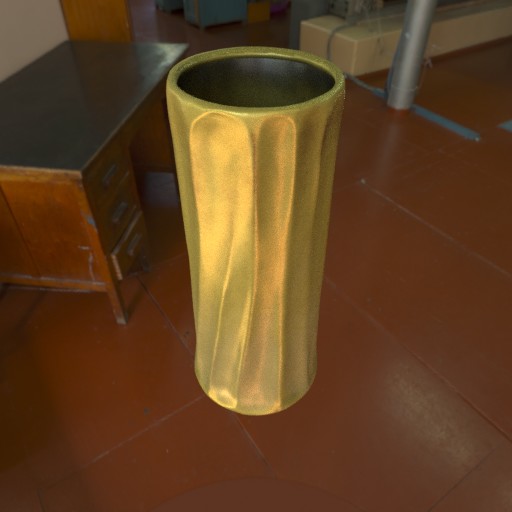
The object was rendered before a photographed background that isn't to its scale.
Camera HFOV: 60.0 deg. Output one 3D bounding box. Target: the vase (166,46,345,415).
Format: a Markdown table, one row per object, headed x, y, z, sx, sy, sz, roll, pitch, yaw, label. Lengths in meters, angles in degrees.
| x | y | z | sx | sy | sz | roll | pitch | yaw | label |
| --- | --- | --- | --- | --- | --- | --- | --- | --- | --- |
| 0.000 | 0.000 | 0.177 | 0.061 | 0.143 | 0.061 | 0 | 42 | 0 | vase |
